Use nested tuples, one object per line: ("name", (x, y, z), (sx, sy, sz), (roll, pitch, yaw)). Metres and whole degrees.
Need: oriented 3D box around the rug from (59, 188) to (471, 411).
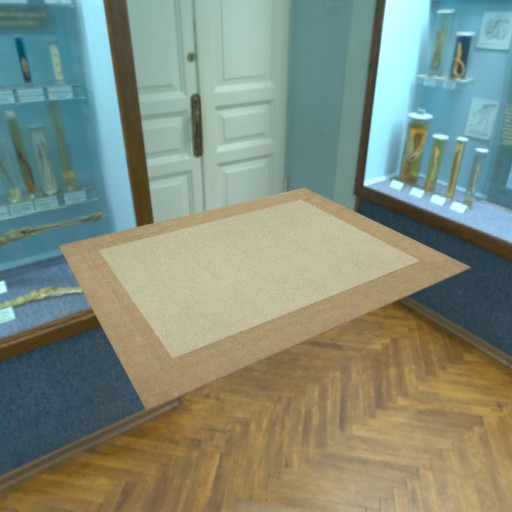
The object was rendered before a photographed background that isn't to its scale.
("rug", (0.000, 0.000, 4.178), (3.048, 0.014, 2.438), (-17, 33, -28))
